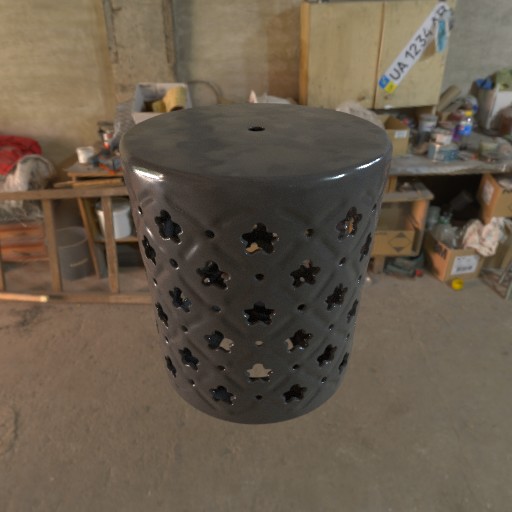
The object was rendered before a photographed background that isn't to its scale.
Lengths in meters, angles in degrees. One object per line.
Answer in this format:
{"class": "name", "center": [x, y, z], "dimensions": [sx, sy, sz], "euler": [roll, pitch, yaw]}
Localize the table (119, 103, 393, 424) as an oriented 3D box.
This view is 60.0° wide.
{"class": "table", "center": [0.000, 0.000, 0.677], "dimensions": [0.352, 0.387, 0.352], "euler": [0, 31, 0]}
